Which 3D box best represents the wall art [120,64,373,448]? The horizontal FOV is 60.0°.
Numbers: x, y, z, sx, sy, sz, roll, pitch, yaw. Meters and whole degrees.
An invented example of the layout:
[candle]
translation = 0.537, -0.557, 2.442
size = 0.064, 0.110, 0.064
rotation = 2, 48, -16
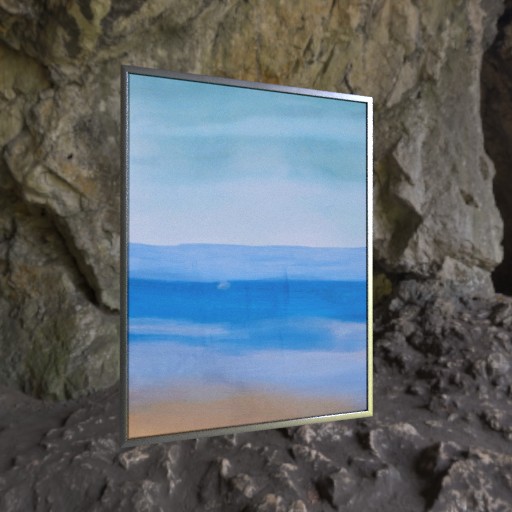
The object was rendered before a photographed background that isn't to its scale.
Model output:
[wall art]
translation = 0.000, 0.000, 1.370
size = 0.803, 1.062, 0.041
rotation = 0, 0, -18
